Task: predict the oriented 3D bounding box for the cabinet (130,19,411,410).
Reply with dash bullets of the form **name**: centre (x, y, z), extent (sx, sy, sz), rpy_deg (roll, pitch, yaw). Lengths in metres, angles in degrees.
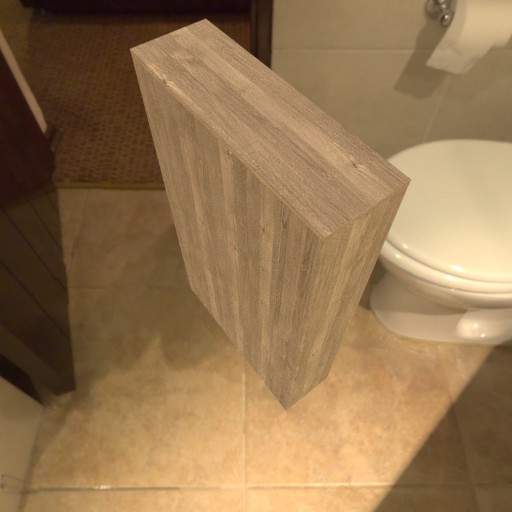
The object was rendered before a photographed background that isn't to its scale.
- **cabinet**: centre (0.000, 0.000, 1.562), extent (0.250, 1.280, 0.750), rpy_deg (-33, 63, -19)
